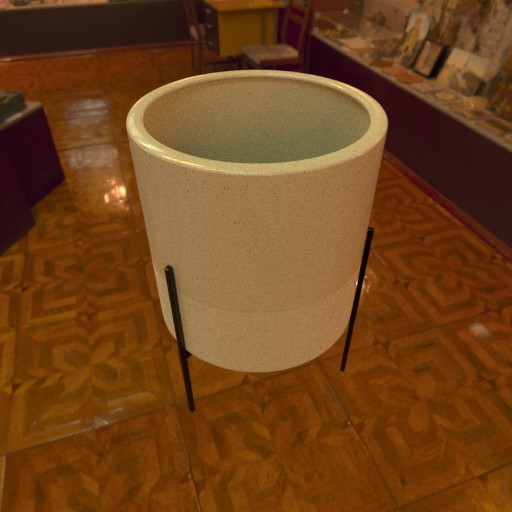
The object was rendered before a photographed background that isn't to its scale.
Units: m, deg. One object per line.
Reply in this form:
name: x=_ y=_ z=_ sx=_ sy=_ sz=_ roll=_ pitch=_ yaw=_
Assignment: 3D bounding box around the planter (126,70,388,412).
planter: x=0.000 y=0.000 z=0.697 sx=0.314 sy=0.475 sz=0.323 roll=-11 pitch=41 yaw=-13
